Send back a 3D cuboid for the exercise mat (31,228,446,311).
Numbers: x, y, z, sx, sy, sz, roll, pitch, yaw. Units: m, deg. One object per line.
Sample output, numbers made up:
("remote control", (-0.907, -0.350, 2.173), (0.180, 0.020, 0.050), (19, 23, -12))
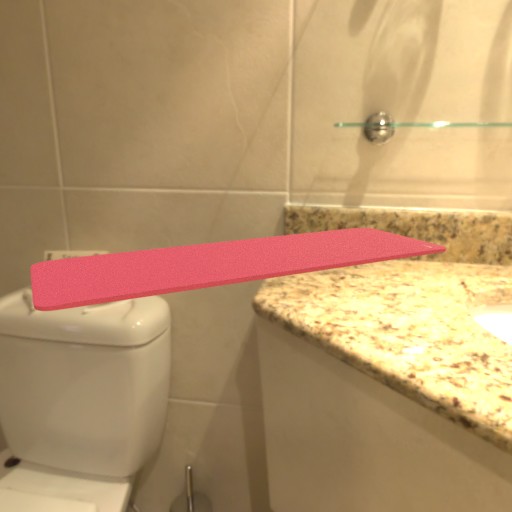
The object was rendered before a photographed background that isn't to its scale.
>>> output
("exercise mat", (0.000, 0.000, 2.068), (1.884, 0.021, 0.616), (-7, 16, -26))
